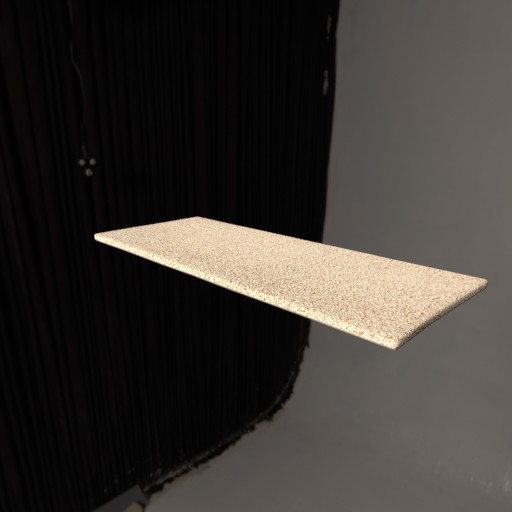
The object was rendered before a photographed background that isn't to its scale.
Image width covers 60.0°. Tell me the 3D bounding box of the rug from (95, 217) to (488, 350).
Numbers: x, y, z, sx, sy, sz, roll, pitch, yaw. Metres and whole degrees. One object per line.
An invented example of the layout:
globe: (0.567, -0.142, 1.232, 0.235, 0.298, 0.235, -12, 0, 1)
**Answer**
rug: (0.000, 0.000, 1.743, 0.609, 0.030, 1.524, -15, 22, -43)
